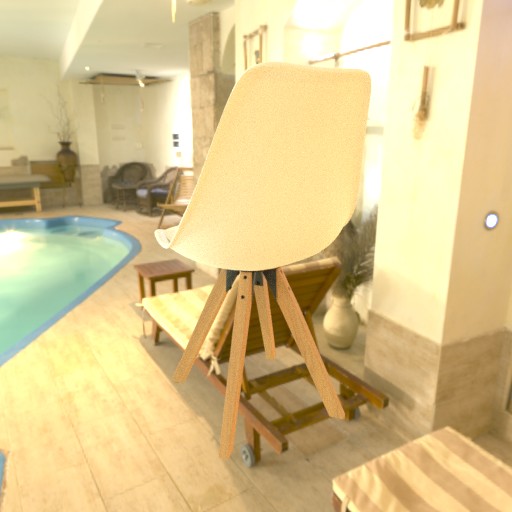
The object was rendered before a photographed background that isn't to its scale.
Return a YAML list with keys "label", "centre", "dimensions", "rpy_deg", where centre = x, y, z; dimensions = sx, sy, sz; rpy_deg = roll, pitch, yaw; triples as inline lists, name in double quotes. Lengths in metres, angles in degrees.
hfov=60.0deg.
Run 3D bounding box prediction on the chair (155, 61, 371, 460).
- label: "chair"
  centre: [0.000, 0.000, 1.144]
  dimensions: [0.485, 0.849, 0.550]
  rpy_deg: [-8, 17, -26]
